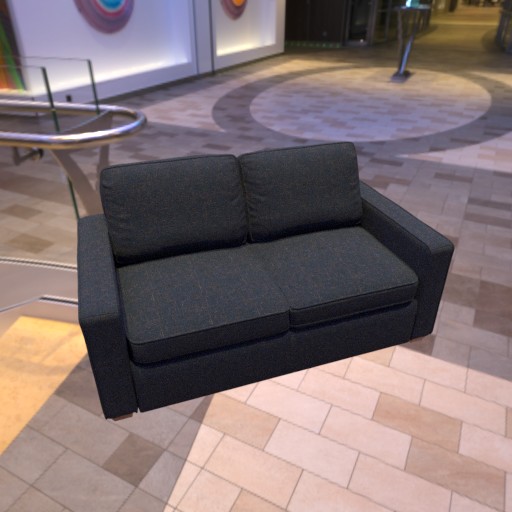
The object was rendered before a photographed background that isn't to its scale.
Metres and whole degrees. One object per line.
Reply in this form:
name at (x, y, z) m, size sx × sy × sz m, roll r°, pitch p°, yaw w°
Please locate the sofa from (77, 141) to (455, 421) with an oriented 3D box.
sofa at (0.000, 0.000, 2.293) m, size 1.709 × 0.918 × 0.947 m, roll -10°, pitch 32°, yaw -16°
